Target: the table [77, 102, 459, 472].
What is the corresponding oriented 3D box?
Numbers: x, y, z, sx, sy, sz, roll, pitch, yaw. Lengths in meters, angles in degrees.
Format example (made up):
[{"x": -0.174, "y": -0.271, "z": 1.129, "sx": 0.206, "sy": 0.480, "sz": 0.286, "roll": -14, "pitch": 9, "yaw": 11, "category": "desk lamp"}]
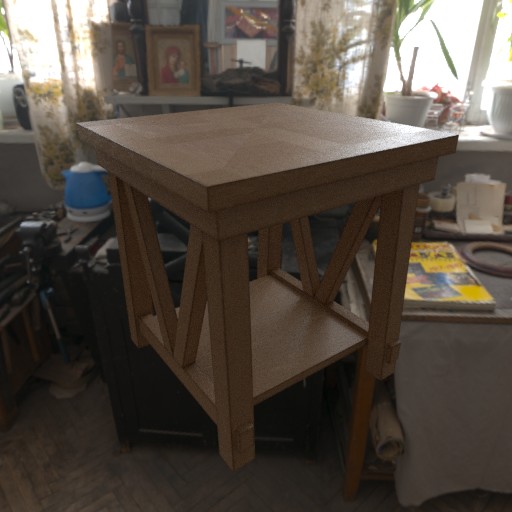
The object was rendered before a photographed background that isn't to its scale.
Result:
[{"x": 0.000, "y": 0.000, "z": 1.133, "sx": 0.610, "sy": 0.638, "sz": 0.612, "roll": -18, "pitch": 32, "yaw": -32, "category": "table"}]
